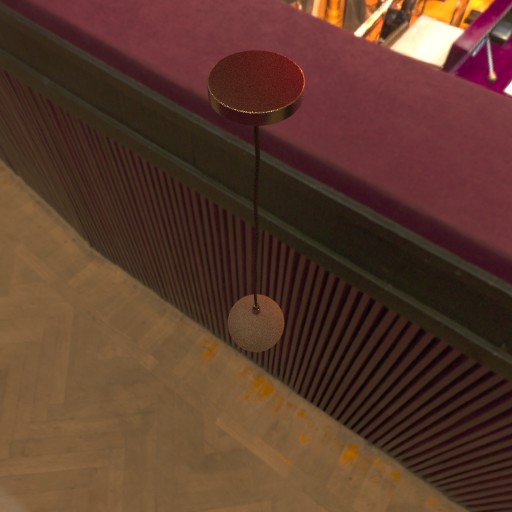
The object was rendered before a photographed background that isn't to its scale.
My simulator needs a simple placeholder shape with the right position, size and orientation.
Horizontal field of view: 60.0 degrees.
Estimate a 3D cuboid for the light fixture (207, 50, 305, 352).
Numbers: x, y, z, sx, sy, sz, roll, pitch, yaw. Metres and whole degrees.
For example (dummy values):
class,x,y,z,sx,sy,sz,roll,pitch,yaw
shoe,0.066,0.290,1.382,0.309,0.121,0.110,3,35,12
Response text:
class,x,y,z,sx,sy,sz,roll,pitch,yaw
light fixture,0.000,0.000,0.826,0.139,0.764,0.139,33,64,18
